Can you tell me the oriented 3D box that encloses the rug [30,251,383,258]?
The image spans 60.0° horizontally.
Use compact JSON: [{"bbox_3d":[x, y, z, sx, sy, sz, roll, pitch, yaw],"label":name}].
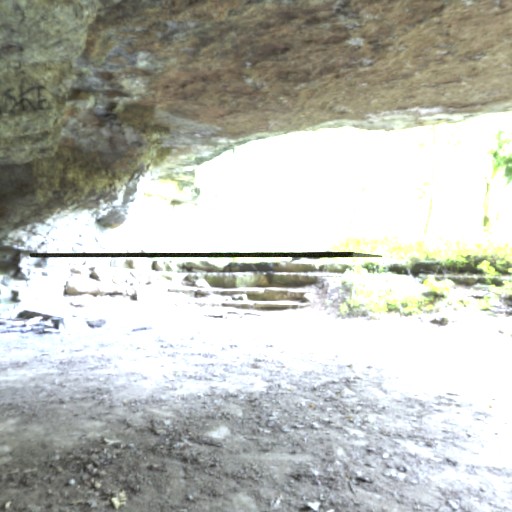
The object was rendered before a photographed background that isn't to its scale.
[{"bbox_3d":[0.000,0.000,3.490,1.802,0.026,2.699,0,0,19],"label":"rug"}]
